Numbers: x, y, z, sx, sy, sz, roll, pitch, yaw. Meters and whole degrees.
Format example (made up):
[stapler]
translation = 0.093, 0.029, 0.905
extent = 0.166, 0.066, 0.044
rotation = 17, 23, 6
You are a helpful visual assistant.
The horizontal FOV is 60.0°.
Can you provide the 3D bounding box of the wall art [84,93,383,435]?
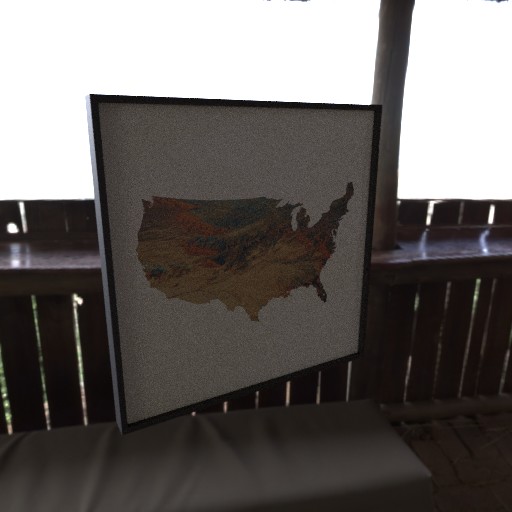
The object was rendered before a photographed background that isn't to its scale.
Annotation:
[wall art]
translation = 0.000, 0.000, 0.766
extent = 0.507, 0.507, 0.038
rotation = -9, 18, -29
